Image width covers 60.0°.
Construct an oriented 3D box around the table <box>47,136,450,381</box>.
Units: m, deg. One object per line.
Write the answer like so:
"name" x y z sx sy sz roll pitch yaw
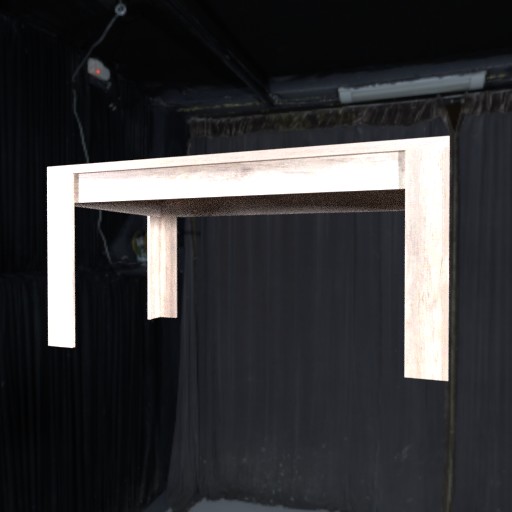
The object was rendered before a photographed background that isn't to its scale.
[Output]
"table" 0.000 0.000 2.086 1.600 0.775 0.900 0 1 19
